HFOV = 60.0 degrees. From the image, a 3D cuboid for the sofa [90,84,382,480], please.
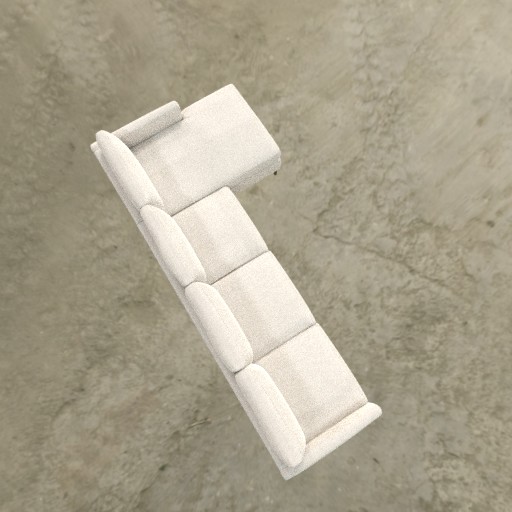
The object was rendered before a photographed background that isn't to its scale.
[{"bbox_3d":[0.000,0.000,2.908,1.126,0.677,2.445,-31,77,-8],"label":"sofa"}]
